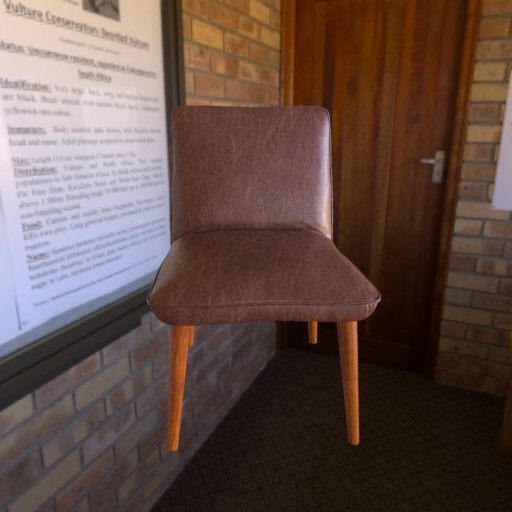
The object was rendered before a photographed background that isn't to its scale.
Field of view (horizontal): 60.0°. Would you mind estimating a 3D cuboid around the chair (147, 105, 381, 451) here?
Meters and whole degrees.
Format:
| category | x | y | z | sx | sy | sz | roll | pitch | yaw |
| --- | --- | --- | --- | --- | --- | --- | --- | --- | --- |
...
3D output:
| category | x | y | z | sx | sy | sz | roll | pitch | yaw |
| --- | --- | --- | --- | --- | --- | --- | --- | --- | --- |
| chair | 0.000 | 0.000 | 1.210 | 0.543 | 0.803 | 0.645 | -2 | 16 | -8 |
